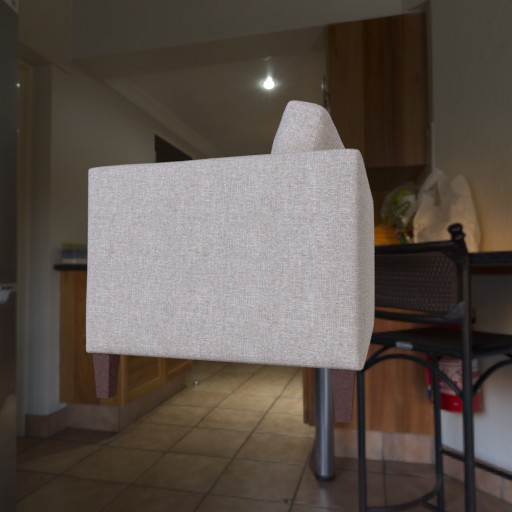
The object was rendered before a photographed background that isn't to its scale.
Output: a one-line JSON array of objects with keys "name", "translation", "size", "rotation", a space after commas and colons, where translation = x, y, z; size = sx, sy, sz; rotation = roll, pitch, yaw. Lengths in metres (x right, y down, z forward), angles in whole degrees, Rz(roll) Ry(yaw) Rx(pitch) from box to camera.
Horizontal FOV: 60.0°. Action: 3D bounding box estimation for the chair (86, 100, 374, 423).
[{"name": "chair", "translation": [0.000, 0.000, 1.897], "size": [0.959, 0.987, 1.107], "rotation": [0, -1, 17]}]
